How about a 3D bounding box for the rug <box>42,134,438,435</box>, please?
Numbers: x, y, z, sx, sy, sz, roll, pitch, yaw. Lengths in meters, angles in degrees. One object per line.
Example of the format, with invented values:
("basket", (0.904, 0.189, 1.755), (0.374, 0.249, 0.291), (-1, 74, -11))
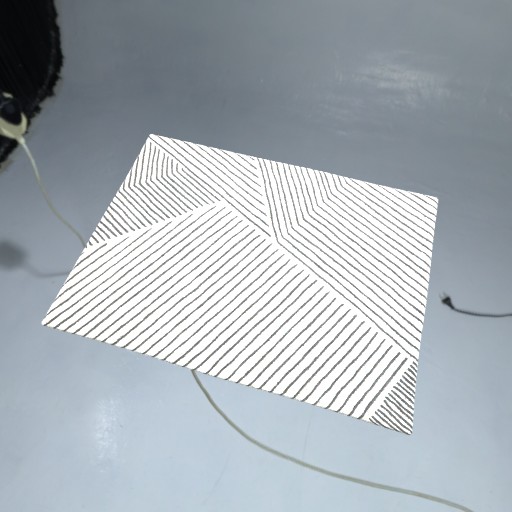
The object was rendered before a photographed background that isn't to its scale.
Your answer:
("rug", (0.000, 0.000, 3.217), (2.449, 0.028, 1.829), (14, 61, 8))
